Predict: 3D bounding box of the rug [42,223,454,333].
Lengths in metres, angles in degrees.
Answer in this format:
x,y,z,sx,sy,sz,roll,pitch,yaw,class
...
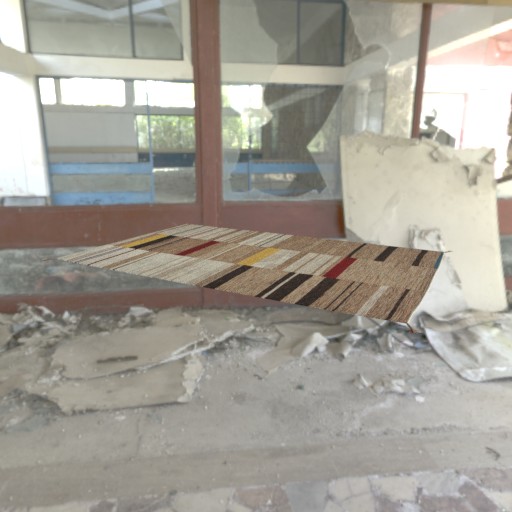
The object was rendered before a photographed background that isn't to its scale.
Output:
x,y,z,sx,sy,sz,roll,pitch,yaw,class
0.000,0.000,2.420,1.918,0.007,1.268,8,17,28,rug
